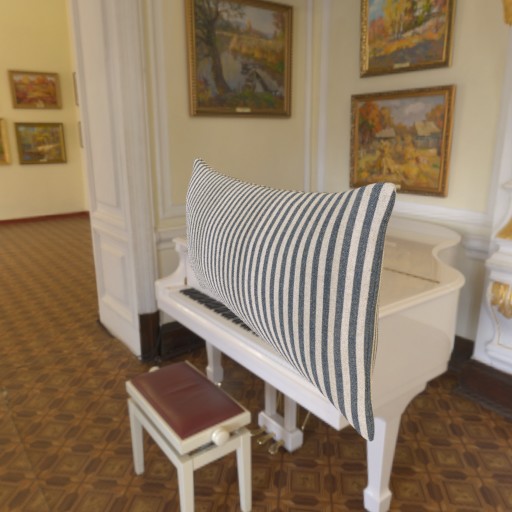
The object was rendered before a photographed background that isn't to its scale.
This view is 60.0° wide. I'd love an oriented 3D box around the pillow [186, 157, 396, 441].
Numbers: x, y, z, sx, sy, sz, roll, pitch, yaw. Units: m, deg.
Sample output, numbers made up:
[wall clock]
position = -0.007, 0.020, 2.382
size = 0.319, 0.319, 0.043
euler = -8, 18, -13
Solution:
[pillow]
position = 0.000, 0.000, 0.731
size = 0.151, 0.295, 0.617
euler = -7, 17, -24
